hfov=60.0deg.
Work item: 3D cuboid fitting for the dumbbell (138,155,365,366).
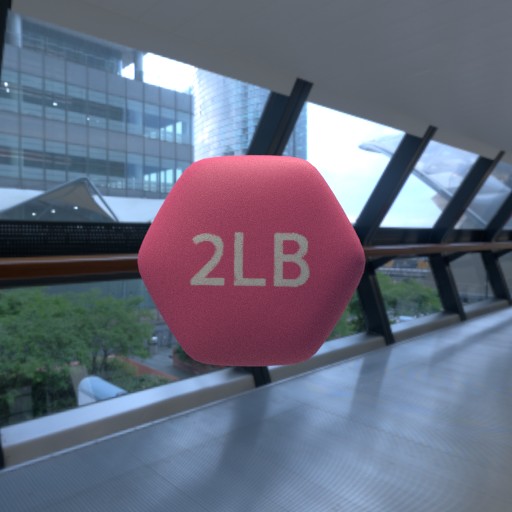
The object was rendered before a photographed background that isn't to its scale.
[{"bbox_3d":[0.000,0.000,0.174,0.058,0.053,0.146,0,1,2],"label":"dumbbell"}]
